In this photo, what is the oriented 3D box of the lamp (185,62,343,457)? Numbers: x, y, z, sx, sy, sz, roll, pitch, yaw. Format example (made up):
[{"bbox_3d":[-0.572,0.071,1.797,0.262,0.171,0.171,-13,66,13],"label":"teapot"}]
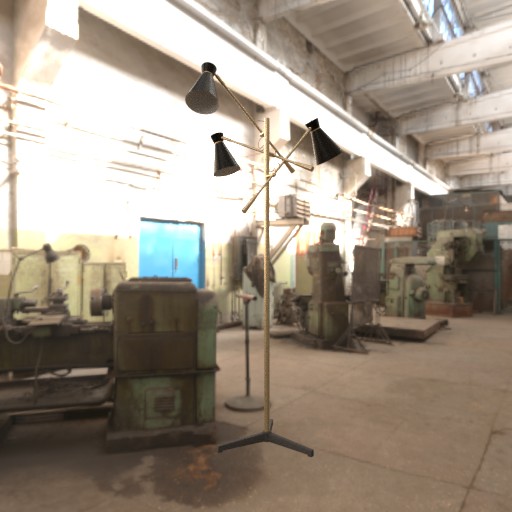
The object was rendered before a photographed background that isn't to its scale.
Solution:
[{"bbox_3d":[0.000,0.000,2.200,0.653,1.804,0.750,-1,-1,37],"label":"lamp"}]
